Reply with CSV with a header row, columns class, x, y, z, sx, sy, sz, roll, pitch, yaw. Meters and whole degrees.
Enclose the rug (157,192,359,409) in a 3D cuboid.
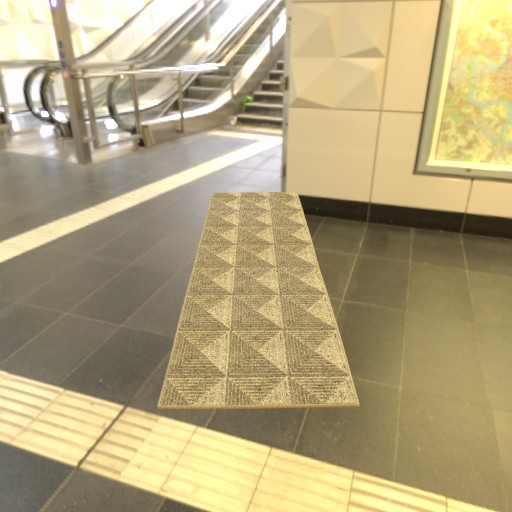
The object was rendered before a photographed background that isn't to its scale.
class,x,y,z,sx,sy,sz,roll,pitch,yaw
rug,0.000,0.000,2.369,0.645,0.015,2.182,0,26,0
